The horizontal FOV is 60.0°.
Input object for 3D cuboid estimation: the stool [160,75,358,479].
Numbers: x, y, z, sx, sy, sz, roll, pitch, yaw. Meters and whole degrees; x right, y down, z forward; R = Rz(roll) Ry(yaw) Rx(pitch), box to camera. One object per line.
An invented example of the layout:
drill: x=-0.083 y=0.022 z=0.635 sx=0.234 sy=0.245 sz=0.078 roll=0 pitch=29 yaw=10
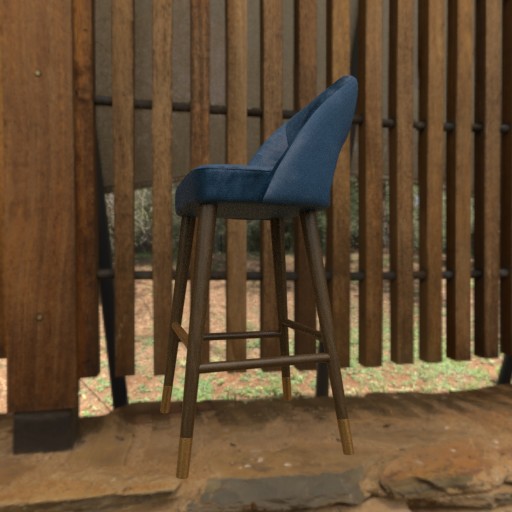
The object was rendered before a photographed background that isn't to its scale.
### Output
stool: x=0.000 y=0.000 z=1.298 sx=0.515 sy=1.016 sz=0.514 roll=0 pitch=0 yaw=-17
